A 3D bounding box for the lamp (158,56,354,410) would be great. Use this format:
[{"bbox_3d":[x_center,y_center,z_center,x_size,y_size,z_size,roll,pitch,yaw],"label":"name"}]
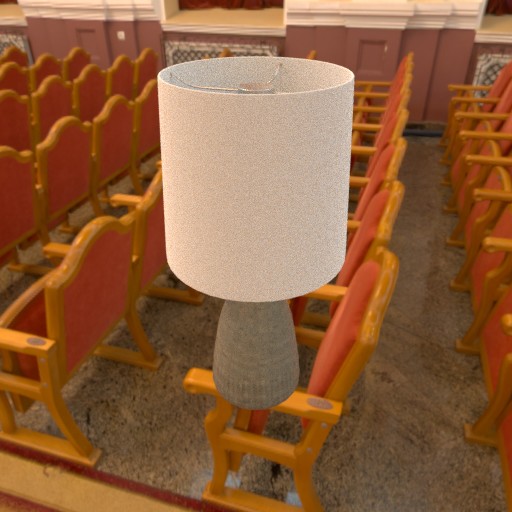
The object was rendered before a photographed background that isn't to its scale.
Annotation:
[{"bbox_3d":[0.000,0.000,0.474,0.186,0.369,0.186,0,33,0],"label":"lamp"}]
